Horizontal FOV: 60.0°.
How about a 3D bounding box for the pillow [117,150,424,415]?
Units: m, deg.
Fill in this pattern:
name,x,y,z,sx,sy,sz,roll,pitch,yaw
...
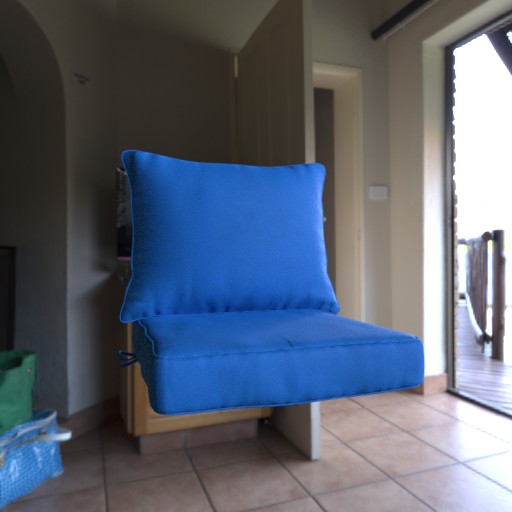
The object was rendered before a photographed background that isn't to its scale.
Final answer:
name,x,y,z,sx,sy,sz,roll,pitch,yaw
pillow,0.000,0.000,1.352,0.798,0.725,0.733,0,0,-19
